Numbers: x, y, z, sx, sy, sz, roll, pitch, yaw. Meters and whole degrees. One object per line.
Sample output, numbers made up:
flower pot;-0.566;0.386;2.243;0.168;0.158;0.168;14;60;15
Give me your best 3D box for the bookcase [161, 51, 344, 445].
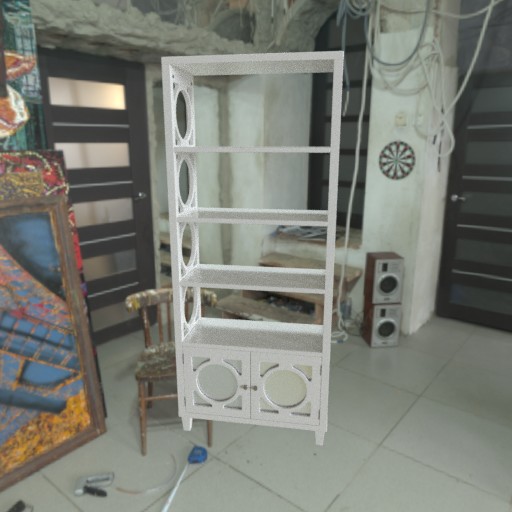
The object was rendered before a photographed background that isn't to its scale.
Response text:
bookcase;0.000;0.000;2.190;0.761;1.869;0.361;2;14;9
